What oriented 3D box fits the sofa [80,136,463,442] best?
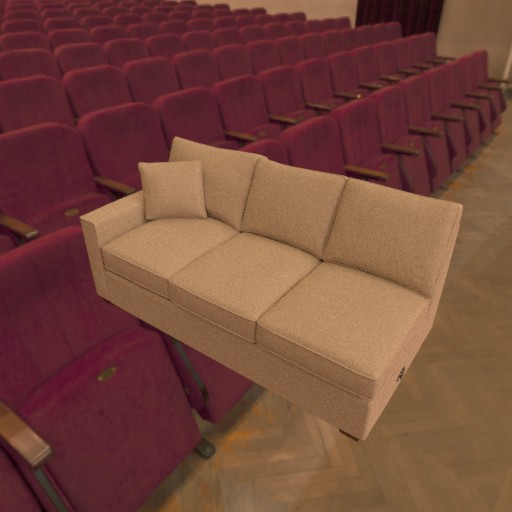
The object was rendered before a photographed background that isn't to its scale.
[{"bbox_3d":[0.000,0.000,2.615,1.962,0.946,1.034,21,37,30],"label":"sofa"}]
